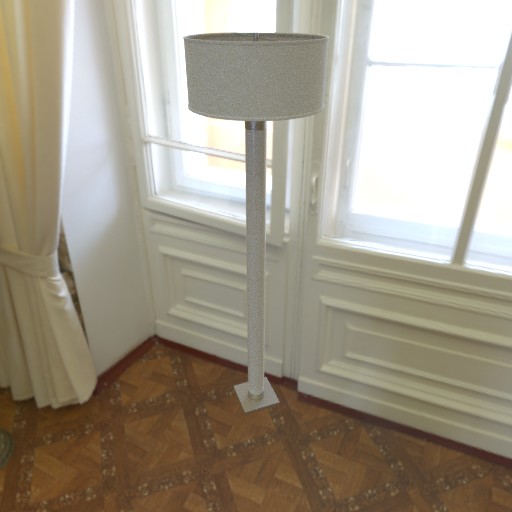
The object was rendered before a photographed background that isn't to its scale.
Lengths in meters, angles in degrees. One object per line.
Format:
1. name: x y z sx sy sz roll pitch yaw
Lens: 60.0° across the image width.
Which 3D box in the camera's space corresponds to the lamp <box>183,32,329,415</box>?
1. lamp: 0.000 0.000 1.638 0.420 1.475 0.420 -10 31 -18
